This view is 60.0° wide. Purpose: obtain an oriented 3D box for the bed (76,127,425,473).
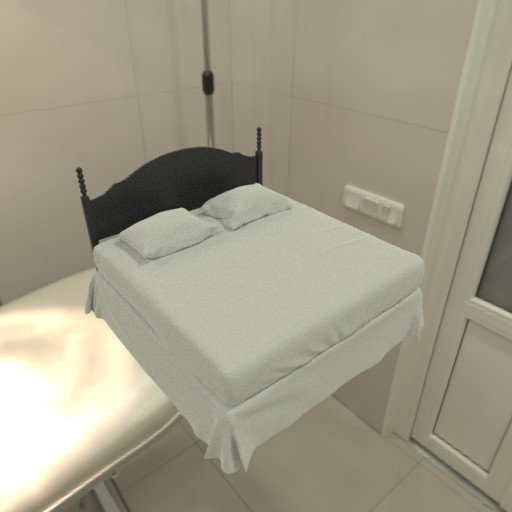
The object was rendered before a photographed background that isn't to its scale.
[{"bbox_3d":[0.000,0.000,3.651,2.322,1.355,2.219,-23,38,-33],"label":"bed"}]
